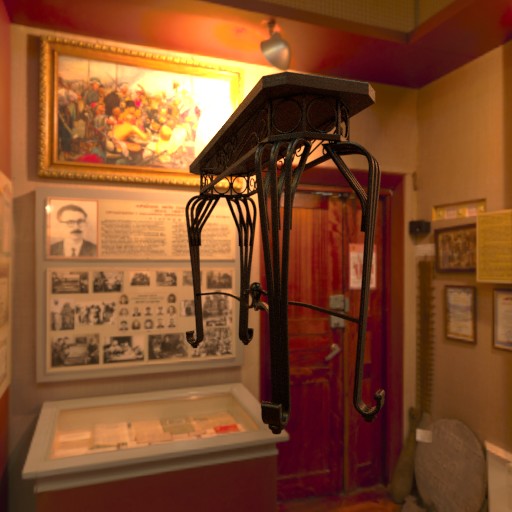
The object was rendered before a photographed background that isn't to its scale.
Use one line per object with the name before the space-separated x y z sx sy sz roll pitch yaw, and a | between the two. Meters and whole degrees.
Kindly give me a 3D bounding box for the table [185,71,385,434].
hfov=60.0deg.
table | 0.000 0.000 1.513 0.329 0.800 1.112 0 -1 -18
